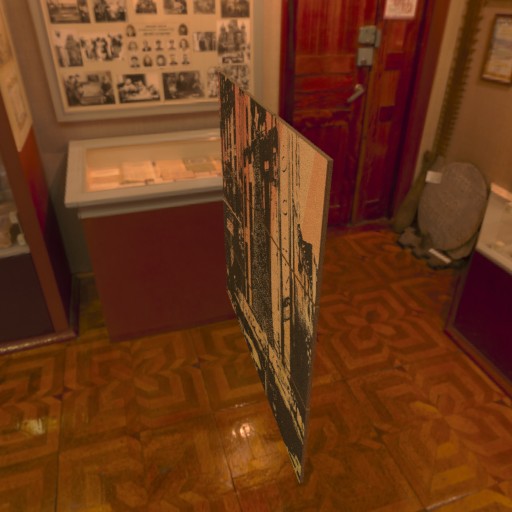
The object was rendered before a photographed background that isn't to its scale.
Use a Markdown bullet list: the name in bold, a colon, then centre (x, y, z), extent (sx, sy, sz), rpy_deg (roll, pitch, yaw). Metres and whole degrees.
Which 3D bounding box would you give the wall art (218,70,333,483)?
- **wall art**: centre (0.000, 0.000, 1.348), extent (0.010, 0.917, 0.919), rpy_deg (-8, 33, -13)
